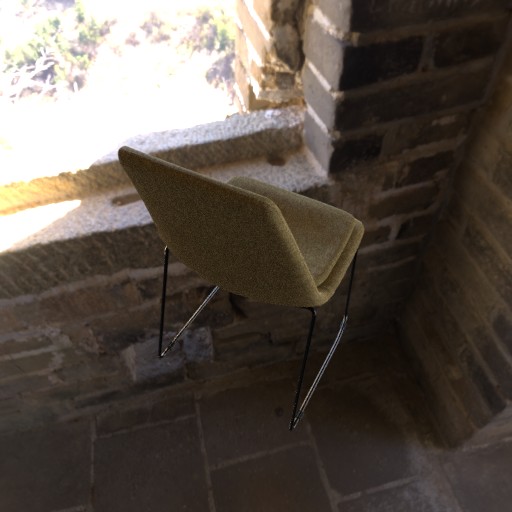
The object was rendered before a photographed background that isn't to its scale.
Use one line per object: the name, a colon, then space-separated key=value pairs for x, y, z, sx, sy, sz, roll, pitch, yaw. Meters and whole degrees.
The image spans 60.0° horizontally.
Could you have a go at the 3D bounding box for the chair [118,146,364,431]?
chair: x=0.000 y=0.000 z=1.146 sx=0.479 sy=0.849 sz=0.496 roll=23 pitch=52 yaw=20
